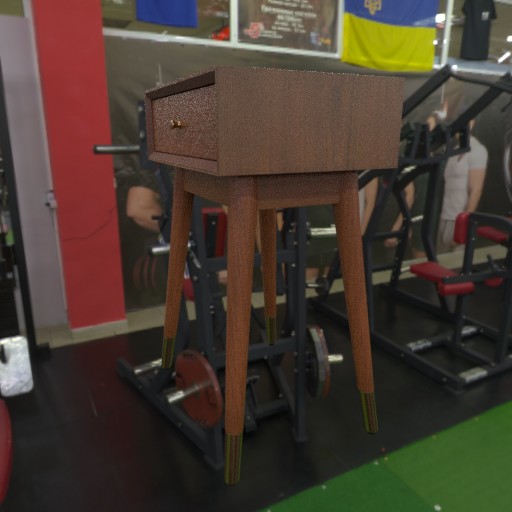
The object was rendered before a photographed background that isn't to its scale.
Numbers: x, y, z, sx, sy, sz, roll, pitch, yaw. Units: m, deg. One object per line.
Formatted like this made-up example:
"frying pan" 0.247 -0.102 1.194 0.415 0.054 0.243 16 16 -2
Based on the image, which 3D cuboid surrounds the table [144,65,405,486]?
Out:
"table" 0.000 0.000 0.829 0.300 0.599 0.406 -8 17 -25
